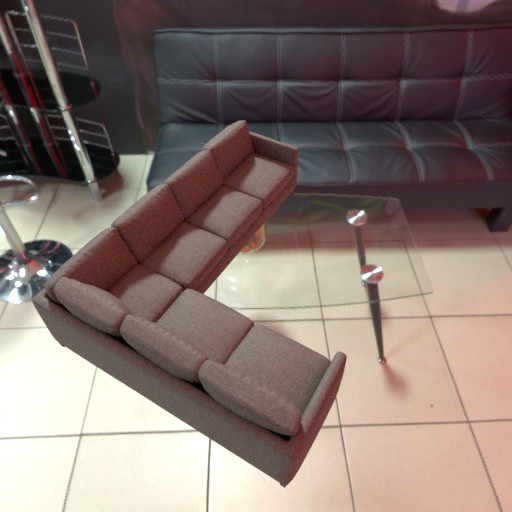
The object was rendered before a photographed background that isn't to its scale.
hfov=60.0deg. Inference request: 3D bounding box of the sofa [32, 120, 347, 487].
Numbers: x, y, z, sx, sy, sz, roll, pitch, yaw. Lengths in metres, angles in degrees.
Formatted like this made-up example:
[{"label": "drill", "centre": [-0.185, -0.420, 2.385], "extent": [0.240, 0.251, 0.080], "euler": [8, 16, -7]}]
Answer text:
[{"label": "sofa", "centre": [0.000, 0.000, 4.469], "extent": [2.593, 0.947, 3.302], "euler": [24, 51, 21]}]
